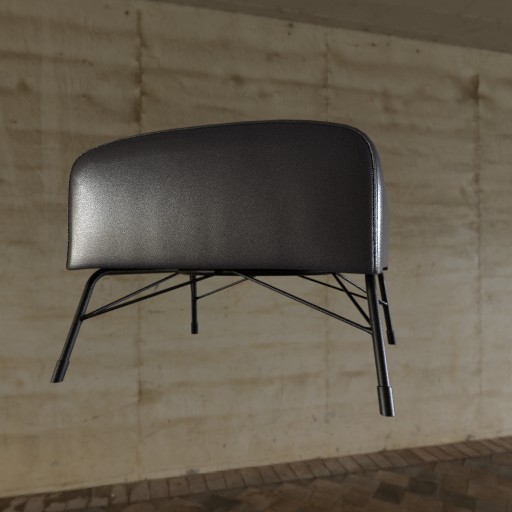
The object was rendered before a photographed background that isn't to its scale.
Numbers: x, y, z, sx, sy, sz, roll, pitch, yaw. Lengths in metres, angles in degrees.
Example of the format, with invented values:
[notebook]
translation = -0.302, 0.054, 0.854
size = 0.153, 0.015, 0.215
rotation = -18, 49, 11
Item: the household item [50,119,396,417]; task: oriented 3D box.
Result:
[household item]
translation = 0.000, 0.000, 0.883
size = 0.530, 0.410, 0.530
rotation = 0, -1, 18
